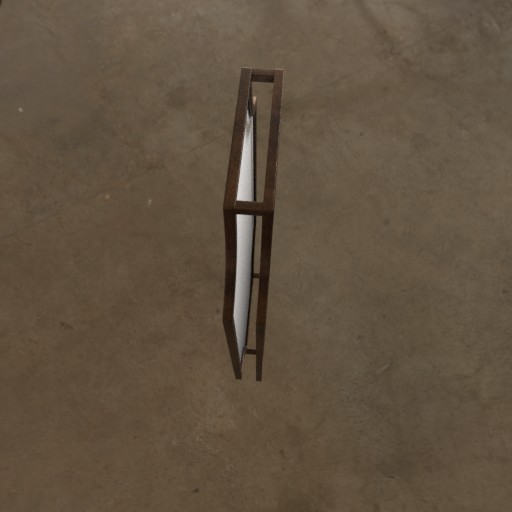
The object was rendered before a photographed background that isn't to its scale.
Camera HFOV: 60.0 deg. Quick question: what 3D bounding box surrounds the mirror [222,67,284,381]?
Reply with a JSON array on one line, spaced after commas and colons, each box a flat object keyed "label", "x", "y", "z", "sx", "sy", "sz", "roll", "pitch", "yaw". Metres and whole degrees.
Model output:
[{"label": "mirror", "x": 0.000, "y": 0.000, "z": 0.995, "sx": 0.066, "sy": 0.811, "sz": 0.462, "roll": 4, "pitch": 64, "yaw": 2}]
